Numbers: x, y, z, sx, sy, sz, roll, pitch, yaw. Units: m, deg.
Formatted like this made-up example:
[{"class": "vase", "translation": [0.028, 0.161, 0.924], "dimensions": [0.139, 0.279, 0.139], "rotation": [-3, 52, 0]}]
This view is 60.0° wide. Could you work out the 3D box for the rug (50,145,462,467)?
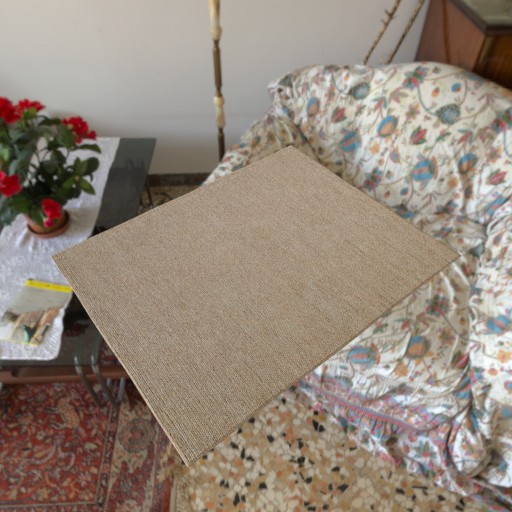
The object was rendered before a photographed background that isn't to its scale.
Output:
[{"class": "rug", "translation": [0.000, 0.000, 4.166], "dimensions": [3.034, 0.012, 2.406], "rotation": [-30, 53, -25]}]
